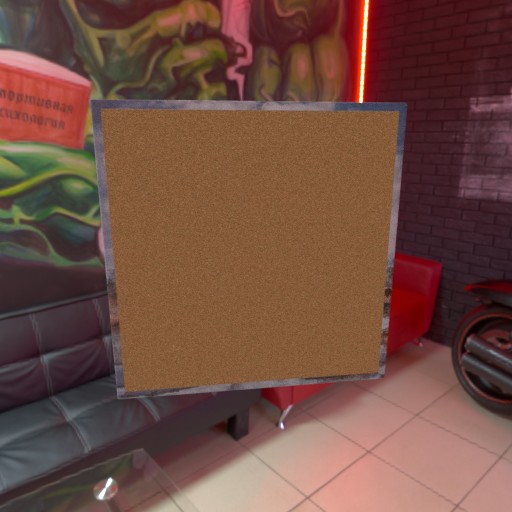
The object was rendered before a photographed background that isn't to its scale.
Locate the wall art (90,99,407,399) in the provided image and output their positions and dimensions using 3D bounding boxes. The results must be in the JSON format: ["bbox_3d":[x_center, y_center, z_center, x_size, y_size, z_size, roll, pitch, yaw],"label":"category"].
[{"bbox_3d":[0.000,0.000,1.547,1.010,1.020,0.040,-2,15,-8],"label":"wall art"}]
